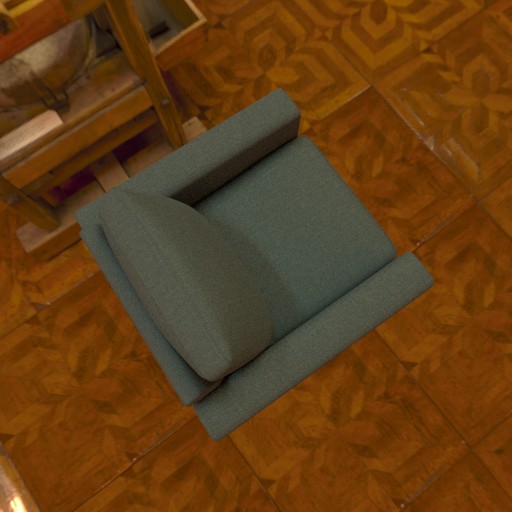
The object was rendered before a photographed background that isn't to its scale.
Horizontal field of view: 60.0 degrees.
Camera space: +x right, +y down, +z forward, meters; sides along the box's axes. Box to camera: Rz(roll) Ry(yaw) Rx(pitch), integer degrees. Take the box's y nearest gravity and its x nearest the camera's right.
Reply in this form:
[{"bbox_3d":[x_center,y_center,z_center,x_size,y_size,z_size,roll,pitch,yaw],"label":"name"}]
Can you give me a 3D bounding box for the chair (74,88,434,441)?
[{"bbox_3d":[0.000,0.000,1.882,1.038,1.010,1.024,-34,79,-8],"label":"chair"}]
